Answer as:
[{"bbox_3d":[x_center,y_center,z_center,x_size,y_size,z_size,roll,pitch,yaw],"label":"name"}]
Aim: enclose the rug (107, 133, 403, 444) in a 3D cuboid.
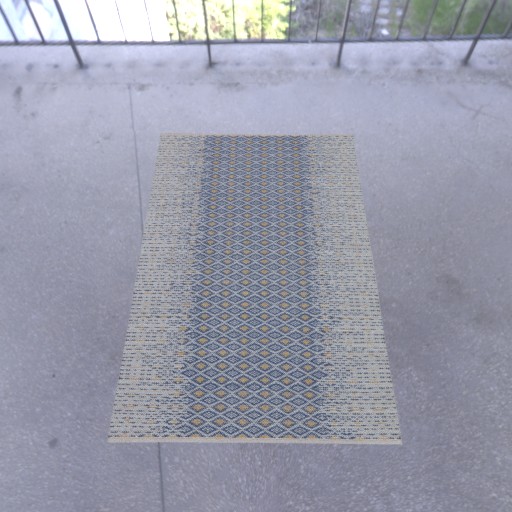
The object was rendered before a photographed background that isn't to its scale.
[{"bbox_3d":[0.000,0.000,2.316,1.219,0.005,1.828,0,58,0],"label":"rug"}]
